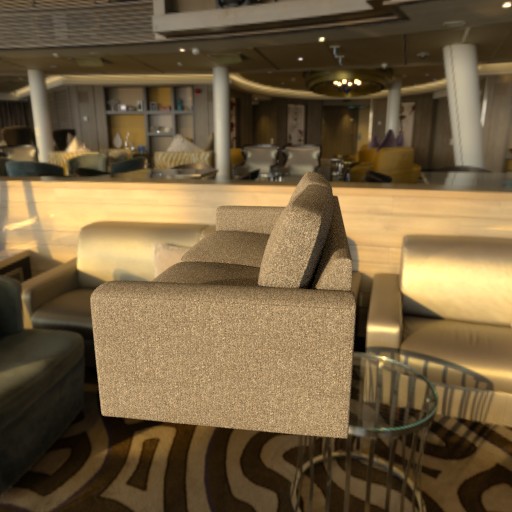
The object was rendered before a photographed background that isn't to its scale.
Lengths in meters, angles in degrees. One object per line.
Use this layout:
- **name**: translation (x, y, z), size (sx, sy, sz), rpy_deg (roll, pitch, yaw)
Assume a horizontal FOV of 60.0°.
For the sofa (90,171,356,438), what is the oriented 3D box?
- **sofa**: translation (0.000, 0.000, 2.644), size (1.016, 0.873, 2.179), rpy_deg (2, 15, 8)
